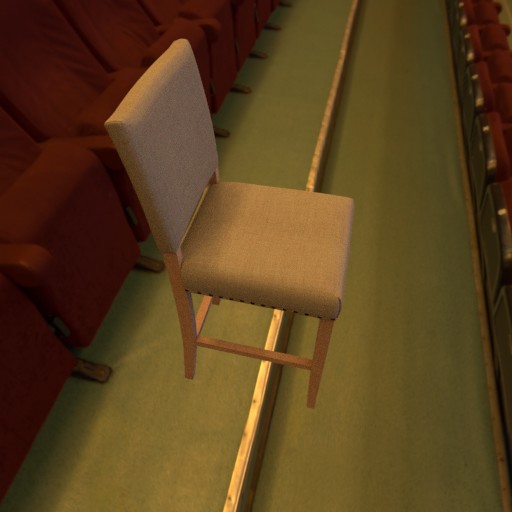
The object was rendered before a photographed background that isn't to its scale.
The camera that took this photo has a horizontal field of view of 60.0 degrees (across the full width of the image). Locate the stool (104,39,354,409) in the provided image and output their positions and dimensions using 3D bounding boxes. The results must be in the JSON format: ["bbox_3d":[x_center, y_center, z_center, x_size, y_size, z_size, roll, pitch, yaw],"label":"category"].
[{"bbox_3d":[0.000,0.000,1.459,0.585,1.173,0.445,10,49,9],"label":"stool"}]
